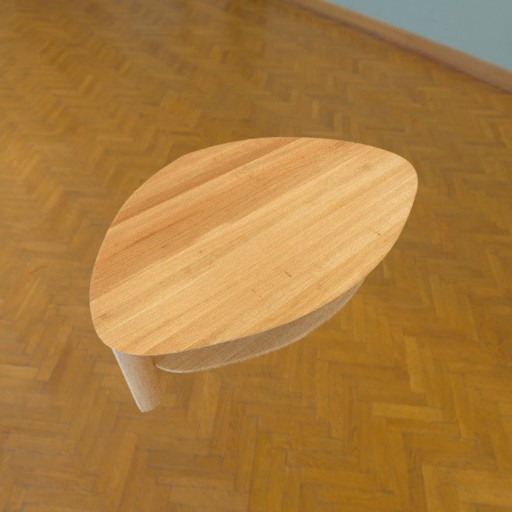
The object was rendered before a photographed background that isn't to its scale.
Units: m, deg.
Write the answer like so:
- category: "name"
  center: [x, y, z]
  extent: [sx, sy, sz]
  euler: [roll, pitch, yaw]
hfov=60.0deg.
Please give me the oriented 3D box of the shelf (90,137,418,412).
- category: "shelf"
  center: [0.000, 0.000, 1.632]
  extent: [1.246, 0.440, 0.845]
  euler: [-32, 54, -26]
